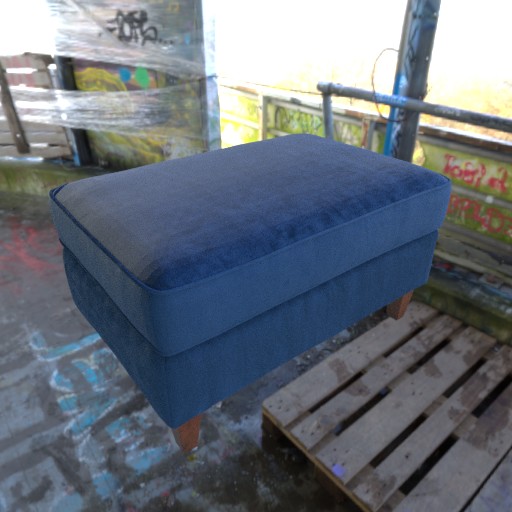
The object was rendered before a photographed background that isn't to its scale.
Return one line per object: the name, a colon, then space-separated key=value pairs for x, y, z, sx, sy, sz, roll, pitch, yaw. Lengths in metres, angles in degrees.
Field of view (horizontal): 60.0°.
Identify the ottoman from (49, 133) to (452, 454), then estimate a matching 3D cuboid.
ottoman: x=0.000 y=0.000 z=1.188 sx=0.862 sy=0.484 sz=0.583 roll=-22 pitch=37 yaw=-32
